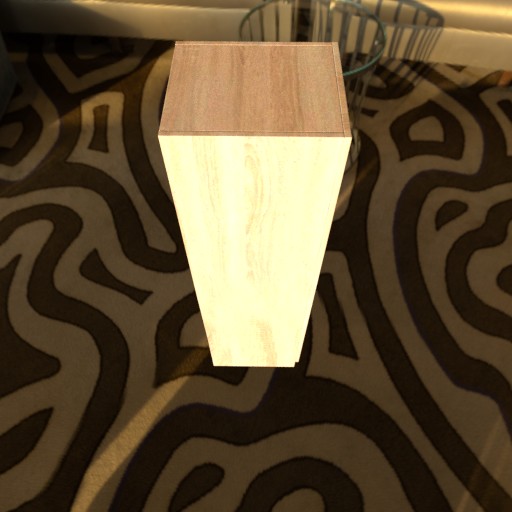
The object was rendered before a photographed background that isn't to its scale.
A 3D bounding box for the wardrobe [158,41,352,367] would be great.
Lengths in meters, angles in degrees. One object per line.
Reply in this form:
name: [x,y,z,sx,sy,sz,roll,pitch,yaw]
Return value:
wardrobe: [0.000,0.000,2.366,0.588,2.117,0.496,1,57,0]
